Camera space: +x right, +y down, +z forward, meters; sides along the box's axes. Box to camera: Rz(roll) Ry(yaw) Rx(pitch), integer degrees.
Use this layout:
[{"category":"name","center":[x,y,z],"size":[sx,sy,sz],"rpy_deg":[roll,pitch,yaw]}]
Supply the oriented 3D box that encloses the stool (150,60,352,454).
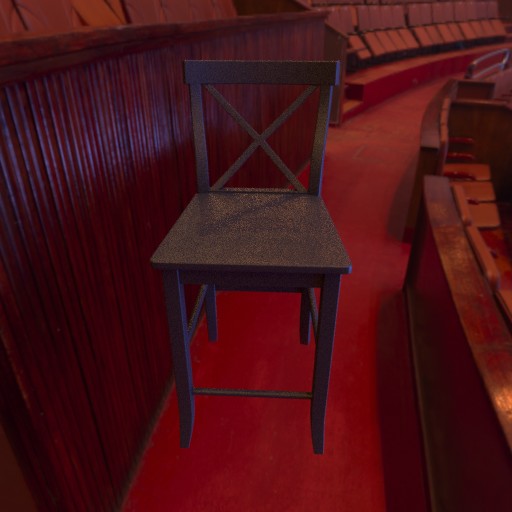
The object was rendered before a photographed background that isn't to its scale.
[{"category":"stool","center":[0.000,0.000,1.281],"size":[0.452,0.989,0.559],"rpy_deg":[1,30,3]}]
